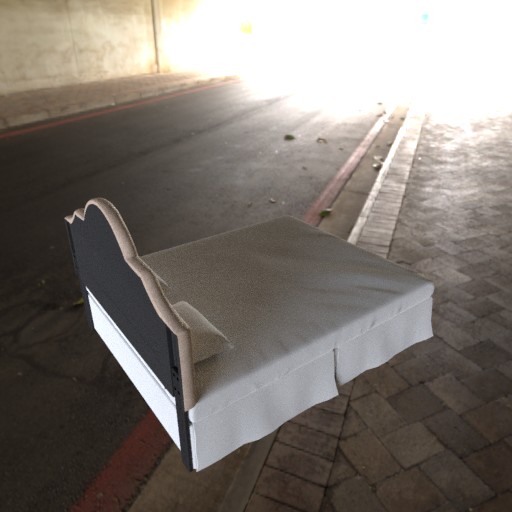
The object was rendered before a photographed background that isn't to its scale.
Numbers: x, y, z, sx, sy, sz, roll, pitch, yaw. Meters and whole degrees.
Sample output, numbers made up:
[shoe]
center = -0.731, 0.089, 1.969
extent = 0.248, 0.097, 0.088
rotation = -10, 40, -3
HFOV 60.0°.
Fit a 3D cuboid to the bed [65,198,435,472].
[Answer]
[bed]
center = 0.000, 0.000, 2.974
extent = 1.970, 1.194, 1.667
rotation = -19, 32, -32
